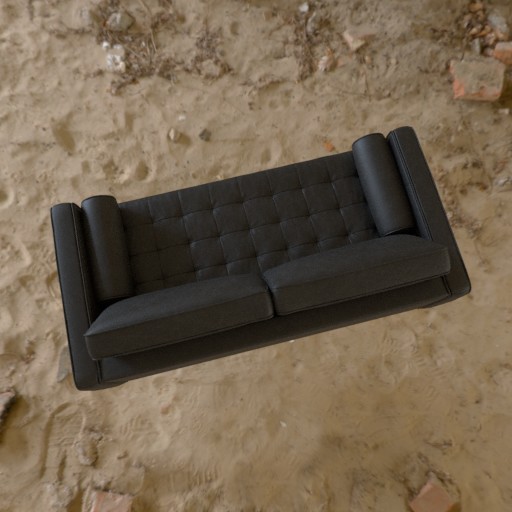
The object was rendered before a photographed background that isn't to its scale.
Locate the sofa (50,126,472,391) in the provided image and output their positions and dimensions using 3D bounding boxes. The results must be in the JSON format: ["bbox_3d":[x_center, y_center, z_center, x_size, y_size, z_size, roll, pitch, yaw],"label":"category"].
[{"bbox_3d":[0.000,0.000,2.276,1.879,0.770,0.921,-13,76,-3],"label":"sofa"}]
